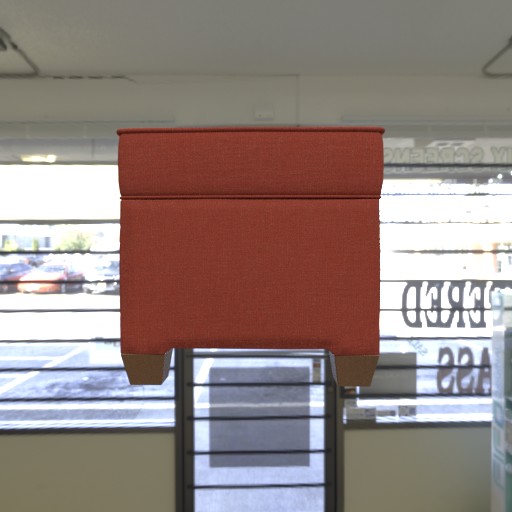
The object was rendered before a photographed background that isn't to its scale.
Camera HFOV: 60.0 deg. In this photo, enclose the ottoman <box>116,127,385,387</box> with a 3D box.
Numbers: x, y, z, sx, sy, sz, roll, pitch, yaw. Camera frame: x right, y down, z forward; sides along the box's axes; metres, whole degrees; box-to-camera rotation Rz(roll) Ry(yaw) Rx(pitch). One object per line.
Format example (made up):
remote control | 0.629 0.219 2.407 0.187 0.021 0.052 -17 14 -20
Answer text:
ottoman | 0.000 0.000 1.223 0.497 0.454 0.948 0 0 1
